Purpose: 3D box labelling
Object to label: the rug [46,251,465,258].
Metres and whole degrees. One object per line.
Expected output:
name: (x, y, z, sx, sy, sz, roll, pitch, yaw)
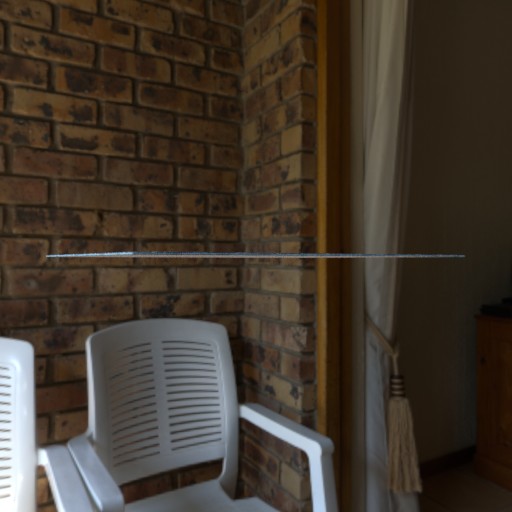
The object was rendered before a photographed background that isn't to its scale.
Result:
rug: (0.000, 0.000, 2.859, 2.207, 0.014, 1.567, 0, -1, -36)
